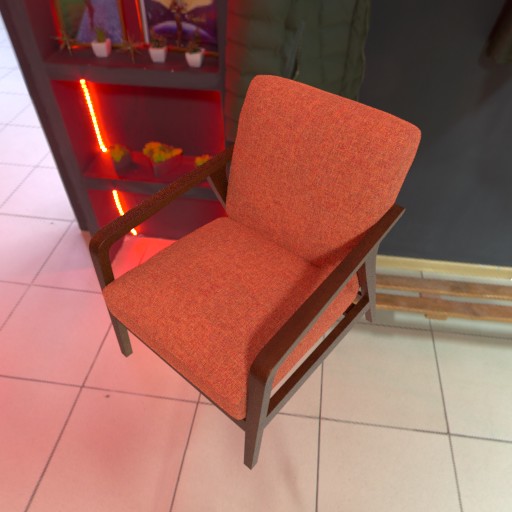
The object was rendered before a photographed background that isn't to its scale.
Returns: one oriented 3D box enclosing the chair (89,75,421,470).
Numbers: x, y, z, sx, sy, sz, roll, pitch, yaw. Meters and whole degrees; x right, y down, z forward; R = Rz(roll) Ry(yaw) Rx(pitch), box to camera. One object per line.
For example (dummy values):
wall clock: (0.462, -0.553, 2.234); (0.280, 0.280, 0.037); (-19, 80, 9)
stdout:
chair: (0.000, 0.000, 1.491); (0.719, 0.890, 0.860); (31, 53, 27)
